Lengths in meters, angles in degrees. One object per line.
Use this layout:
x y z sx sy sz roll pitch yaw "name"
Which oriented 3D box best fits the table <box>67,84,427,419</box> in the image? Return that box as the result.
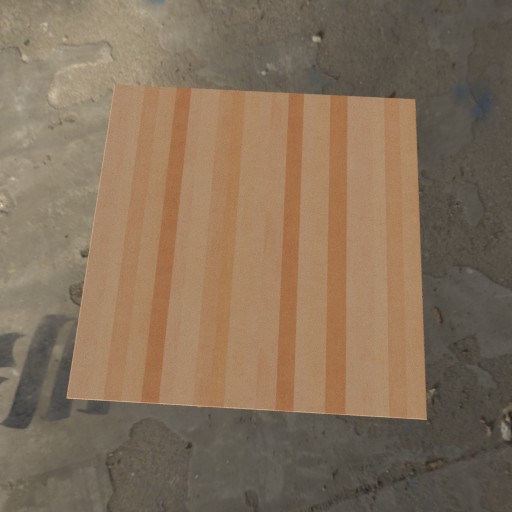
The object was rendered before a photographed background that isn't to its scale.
0.000 0.000 1.431 0.900 0.450 0.900 3 76 1 "table"
